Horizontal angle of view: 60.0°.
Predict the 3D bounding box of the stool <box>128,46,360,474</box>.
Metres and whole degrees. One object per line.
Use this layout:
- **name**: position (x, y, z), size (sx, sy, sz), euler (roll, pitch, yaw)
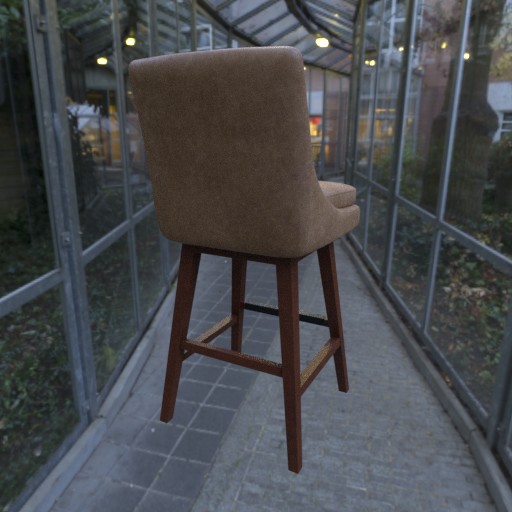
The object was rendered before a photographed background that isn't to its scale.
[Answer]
- **stool**: position (0.000, 0.000, 1.355), size (0.487, 1.079, 0.572), euler (9, 18, 27)
